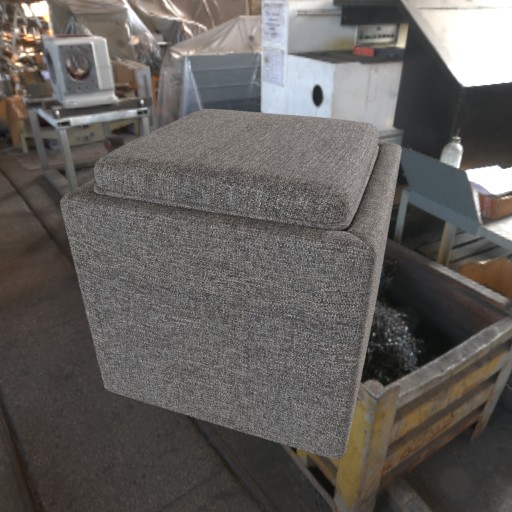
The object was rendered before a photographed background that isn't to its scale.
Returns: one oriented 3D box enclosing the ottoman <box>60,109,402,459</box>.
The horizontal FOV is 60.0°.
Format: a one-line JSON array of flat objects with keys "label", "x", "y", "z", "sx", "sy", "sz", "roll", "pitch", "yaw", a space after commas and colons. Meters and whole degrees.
[{"label": "ottoman", "x": 0.000, "y": 0.000, "z": 0.831, "sx": 0.450, "sy": 0.460, "sz": 0.450, "roll": 10, "pitch": 32, "yaw": 17}]
